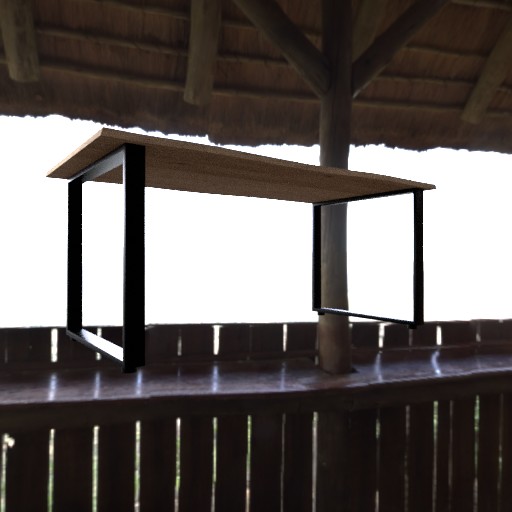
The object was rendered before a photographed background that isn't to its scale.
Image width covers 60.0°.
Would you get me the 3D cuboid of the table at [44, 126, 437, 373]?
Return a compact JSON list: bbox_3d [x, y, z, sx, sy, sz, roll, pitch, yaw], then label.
[{"bbox_3d":[0.000,0.000,2.228,1.800,0.780,0.900,0,0,-36],"label":"table"}]
